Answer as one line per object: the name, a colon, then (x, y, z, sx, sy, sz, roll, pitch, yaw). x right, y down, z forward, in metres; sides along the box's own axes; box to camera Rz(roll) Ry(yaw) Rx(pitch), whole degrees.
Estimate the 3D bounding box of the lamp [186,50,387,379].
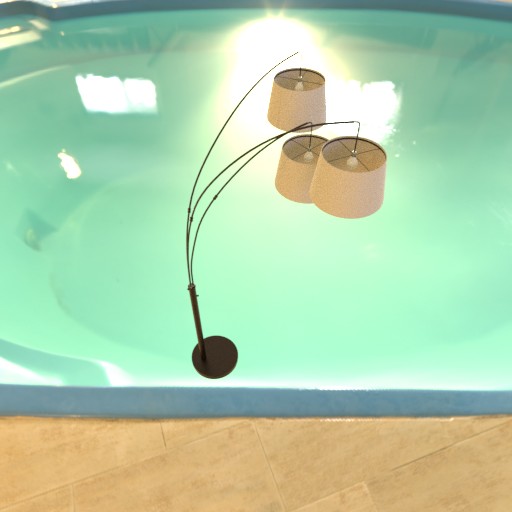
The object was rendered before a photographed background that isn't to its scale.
lamp: (0.000, 0.000, 2.482, 0.924, 1.950, 0.951, -10, 48, -9)
